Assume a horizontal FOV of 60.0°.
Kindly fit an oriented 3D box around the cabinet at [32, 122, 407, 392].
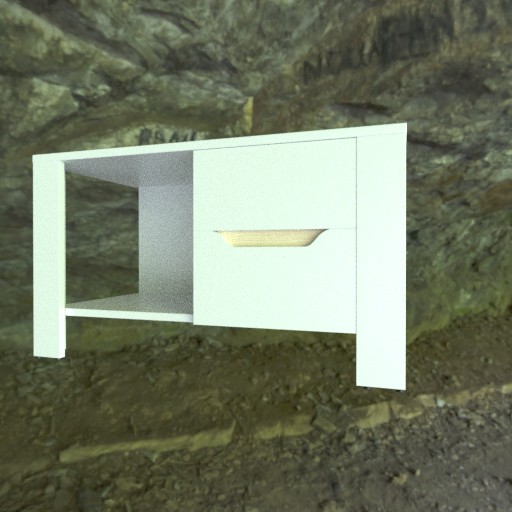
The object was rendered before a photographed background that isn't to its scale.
[{"bbox_3d":[0.000,0.000,1.257,0.800,0.460,0.800,0,0,18],"label":"cabinet"}]
